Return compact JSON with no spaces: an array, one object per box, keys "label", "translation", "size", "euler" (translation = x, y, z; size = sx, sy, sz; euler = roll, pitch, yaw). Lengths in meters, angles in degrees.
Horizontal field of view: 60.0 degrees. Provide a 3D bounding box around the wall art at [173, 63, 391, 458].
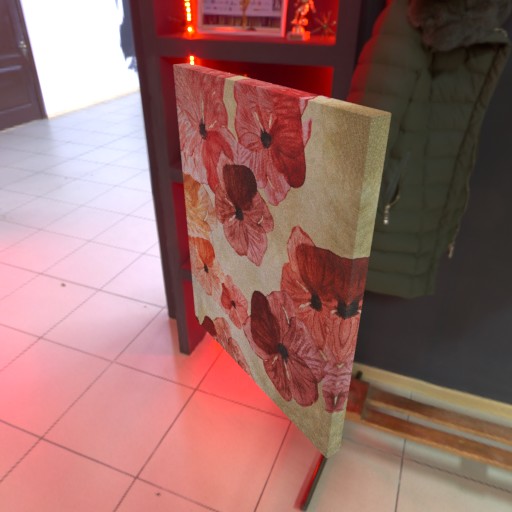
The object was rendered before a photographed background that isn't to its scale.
[{"label":"wall art","translation":[0.000,0.000,0.688],"size":[0.028,0.508,0.406],"euler":[-20,37,-30]}]
